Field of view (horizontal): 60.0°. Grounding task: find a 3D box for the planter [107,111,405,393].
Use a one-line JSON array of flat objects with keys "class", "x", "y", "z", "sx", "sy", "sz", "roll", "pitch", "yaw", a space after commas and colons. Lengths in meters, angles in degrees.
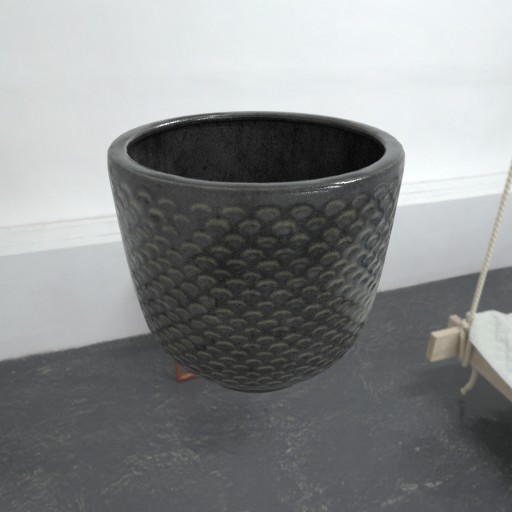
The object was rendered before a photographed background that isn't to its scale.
[{"class": "planter", "x": 0.000, "y": 0.000, "z": 0.244, "sx": 0.140, "sy": 0.129, "sz": 0.140, "roll": 0, "pitch": 29, "yaw": 0}]
